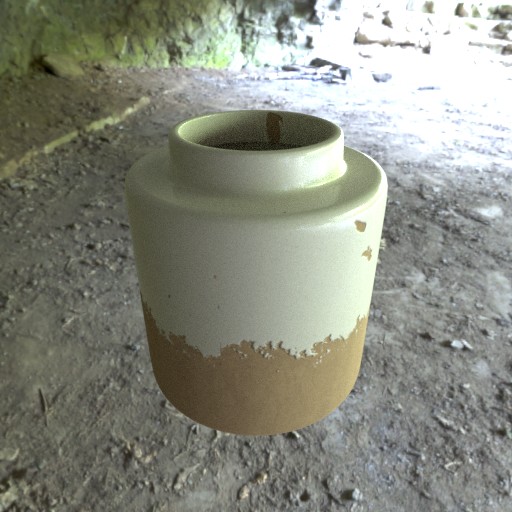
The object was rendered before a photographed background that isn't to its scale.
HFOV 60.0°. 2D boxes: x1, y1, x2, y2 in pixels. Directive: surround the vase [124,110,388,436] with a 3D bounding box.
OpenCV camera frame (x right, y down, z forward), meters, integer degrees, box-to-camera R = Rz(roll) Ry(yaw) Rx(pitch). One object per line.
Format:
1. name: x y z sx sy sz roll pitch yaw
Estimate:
1. vase: 0.000 0.000 0.291 0.153 0.167 0.153 0 30 0
